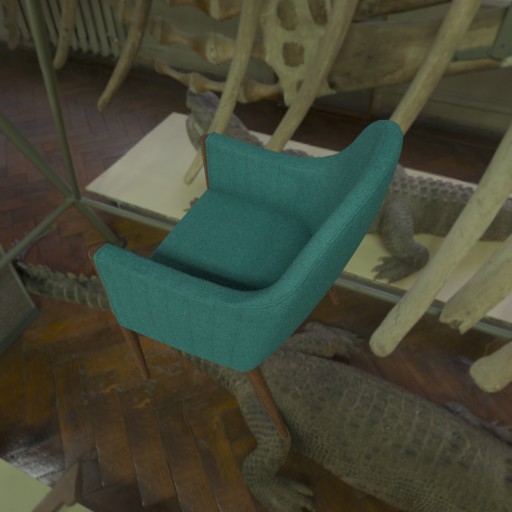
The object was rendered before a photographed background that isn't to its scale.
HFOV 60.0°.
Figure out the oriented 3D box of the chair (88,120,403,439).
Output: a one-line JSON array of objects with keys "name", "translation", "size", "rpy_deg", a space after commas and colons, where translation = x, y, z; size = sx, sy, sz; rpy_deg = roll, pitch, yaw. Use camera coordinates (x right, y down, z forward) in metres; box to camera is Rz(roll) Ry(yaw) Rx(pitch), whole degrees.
[{"name": "chair", "translation": [0.000, 0.000, 1.322], "size": [0.652, 0.907, 0.656], "rpy_deg": [17, 48, 16]}]
